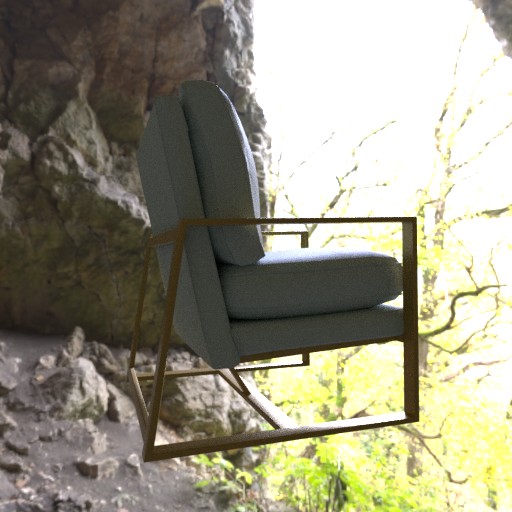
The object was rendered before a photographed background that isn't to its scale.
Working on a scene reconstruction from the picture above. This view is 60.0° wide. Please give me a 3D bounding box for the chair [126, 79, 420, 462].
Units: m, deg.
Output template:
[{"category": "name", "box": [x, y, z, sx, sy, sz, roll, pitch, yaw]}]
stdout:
[{"category": "chair", "box": [0.000, 0.000, 1.511, 0.813, 0.956, 0.758, 0, 0, -19]}]
